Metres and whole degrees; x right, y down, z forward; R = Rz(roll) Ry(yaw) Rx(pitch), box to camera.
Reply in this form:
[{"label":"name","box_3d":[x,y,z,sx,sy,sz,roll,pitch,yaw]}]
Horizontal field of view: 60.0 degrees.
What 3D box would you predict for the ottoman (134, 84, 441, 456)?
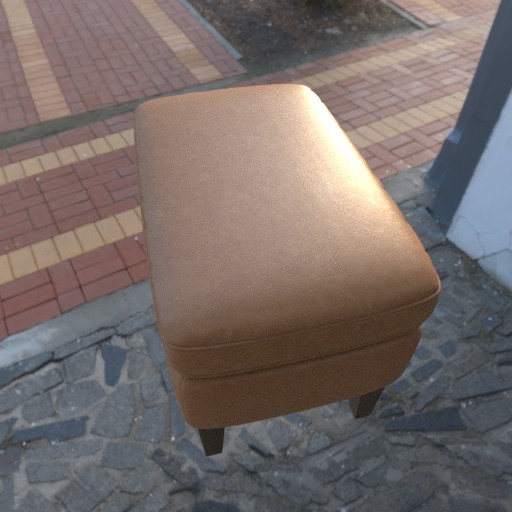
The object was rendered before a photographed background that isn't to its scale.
[{"label":"ottoman","box_3d":[0.000,0.000,0.942,0.420,0.480,0.670,-10,48,-9]}]
